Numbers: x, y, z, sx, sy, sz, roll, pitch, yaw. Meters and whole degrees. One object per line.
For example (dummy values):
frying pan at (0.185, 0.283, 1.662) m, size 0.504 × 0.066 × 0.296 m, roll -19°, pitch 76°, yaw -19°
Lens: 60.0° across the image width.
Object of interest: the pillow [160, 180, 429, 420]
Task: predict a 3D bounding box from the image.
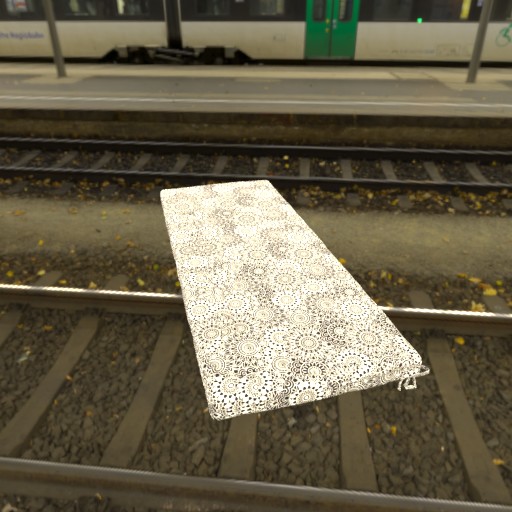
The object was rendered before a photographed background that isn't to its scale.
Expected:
pillow at (0.000, 0.000, 1.371) m, size 0.492 × 0.081 × 1.187 m, roll -8°, pitch 30°, yaw -13°
